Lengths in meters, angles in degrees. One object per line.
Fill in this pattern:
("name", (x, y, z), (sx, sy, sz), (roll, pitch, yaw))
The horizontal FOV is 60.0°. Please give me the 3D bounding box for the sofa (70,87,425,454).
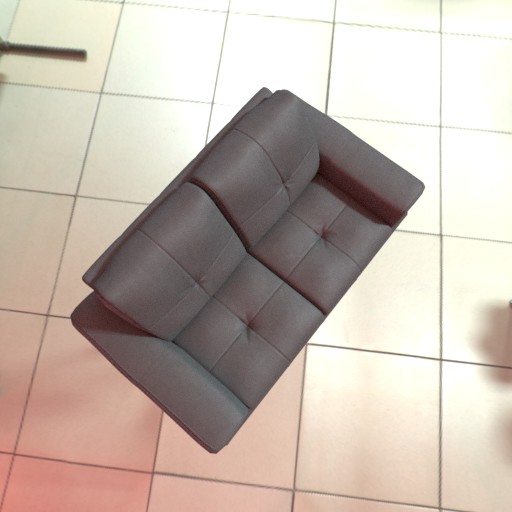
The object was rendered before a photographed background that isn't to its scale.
("sofa", (0.000, 0.000, 2.401), (1.018, 0.907, 1.806), (38, 78, 10))
